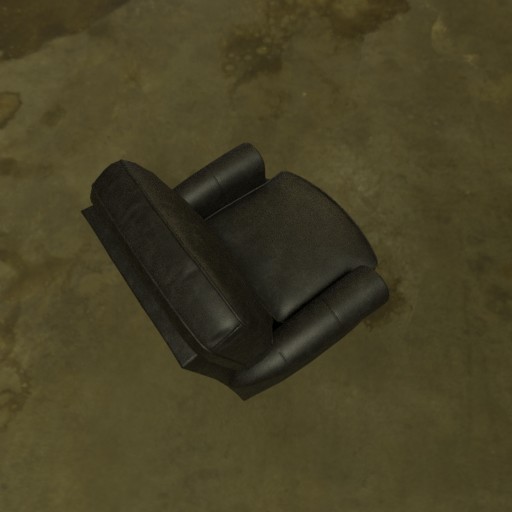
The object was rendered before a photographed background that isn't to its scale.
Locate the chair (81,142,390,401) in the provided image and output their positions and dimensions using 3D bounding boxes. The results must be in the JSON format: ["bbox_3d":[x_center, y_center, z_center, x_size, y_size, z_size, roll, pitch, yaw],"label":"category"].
[{"bbox_3d":[0.000,0.000,1.796,0.986,1.018,0.936,-32,65,-17],"label":"chair"}]
